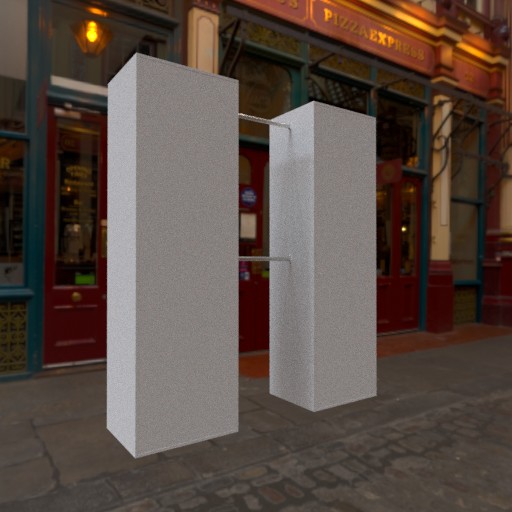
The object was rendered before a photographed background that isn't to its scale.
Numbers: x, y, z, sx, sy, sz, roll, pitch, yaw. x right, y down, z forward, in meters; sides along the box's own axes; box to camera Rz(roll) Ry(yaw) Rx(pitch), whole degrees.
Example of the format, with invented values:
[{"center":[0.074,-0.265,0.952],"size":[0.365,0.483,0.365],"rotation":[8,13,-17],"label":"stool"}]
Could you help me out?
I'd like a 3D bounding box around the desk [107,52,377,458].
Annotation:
[{"center":[0.000,0.000,2.884],"size":[1.770,2.000,0.480],"rotation":[0,-1,-35],"label":"desk"}]
